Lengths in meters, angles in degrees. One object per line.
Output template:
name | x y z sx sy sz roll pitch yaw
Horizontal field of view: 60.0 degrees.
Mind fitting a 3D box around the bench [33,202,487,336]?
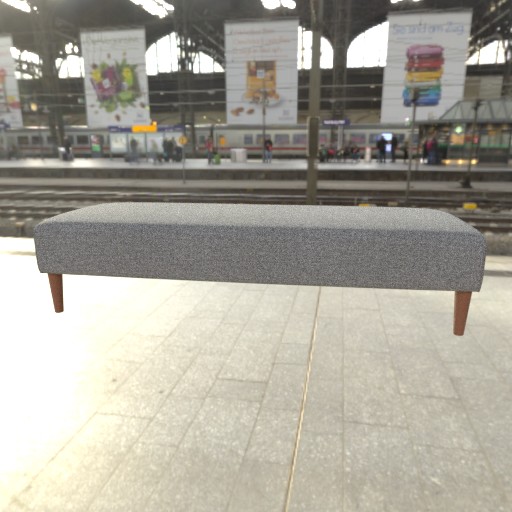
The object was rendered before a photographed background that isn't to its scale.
bench | 0.000 0.000 1.848 1.598 0.384 0.631 2 14 8
